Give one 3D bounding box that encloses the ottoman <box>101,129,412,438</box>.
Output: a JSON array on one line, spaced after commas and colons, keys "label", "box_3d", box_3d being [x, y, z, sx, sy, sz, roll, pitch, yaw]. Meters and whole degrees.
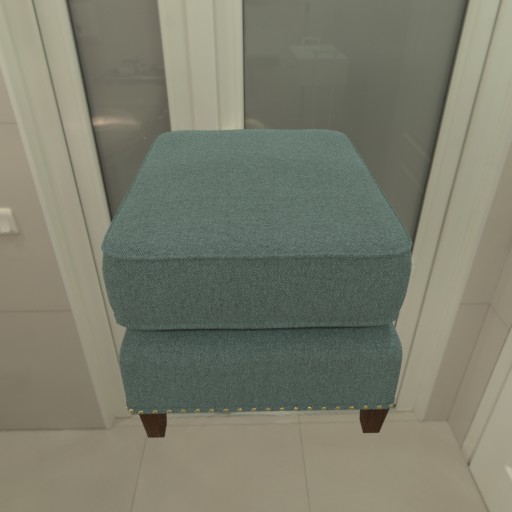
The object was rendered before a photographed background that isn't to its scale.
[{"label": "ottoman", "box_3d": [0.000, 0.000, 1.162, 0.589, 0.537, 0.738, -1, 33, -1]}]
